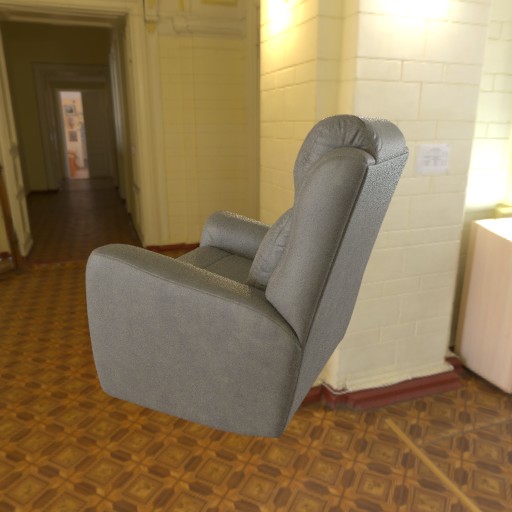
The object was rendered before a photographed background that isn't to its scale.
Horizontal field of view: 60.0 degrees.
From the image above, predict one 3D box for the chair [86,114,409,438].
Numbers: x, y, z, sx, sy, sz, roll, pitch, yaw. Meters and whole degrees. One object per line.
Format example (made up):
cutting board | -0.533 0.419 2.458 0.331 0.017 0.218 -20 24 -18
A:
chair | 0.000 0.000 1.867 1.068 1.116 0.965 8 18 24
